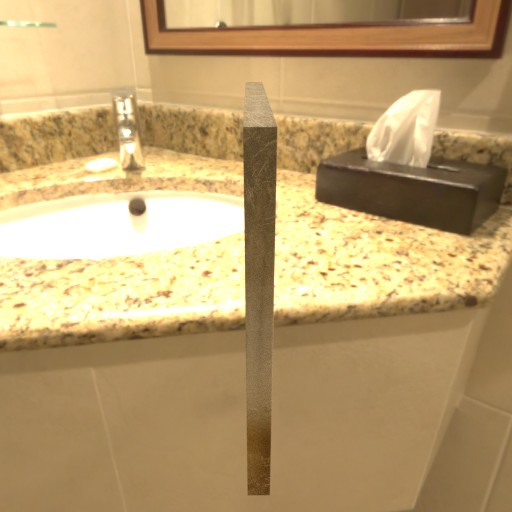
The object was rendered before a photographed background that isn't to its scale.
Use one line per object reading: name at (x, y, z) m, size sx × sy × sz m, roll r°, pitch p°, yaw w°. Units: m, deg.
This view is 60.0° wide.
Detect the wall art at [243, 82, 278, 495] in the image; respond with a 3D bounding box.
wall art at (0.000, 0.000, 0.895) m, size 0.038 × 0.610 × 0.610 m, roll 0°, pitch 26°, yaw -1°
